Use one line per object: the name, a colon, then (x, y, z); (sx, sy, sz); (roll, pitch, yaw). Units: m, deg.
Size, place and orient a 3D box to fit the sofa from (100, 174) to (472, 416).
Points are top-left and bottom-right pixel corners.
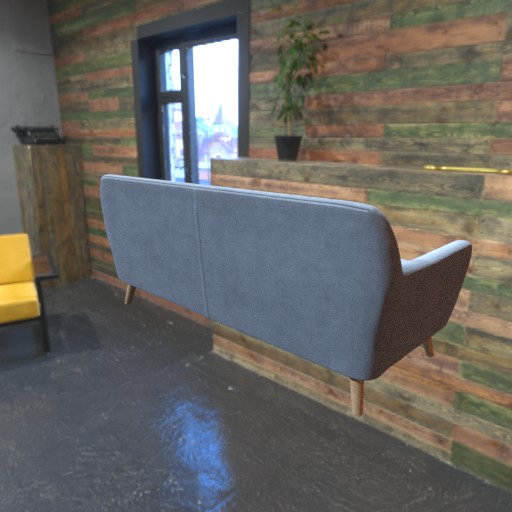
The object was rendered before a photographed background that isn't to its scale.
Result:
sofa: (0.000, 0.000, 2.406); (1.970, 0.830, 0.830); (14, 20, 42)
